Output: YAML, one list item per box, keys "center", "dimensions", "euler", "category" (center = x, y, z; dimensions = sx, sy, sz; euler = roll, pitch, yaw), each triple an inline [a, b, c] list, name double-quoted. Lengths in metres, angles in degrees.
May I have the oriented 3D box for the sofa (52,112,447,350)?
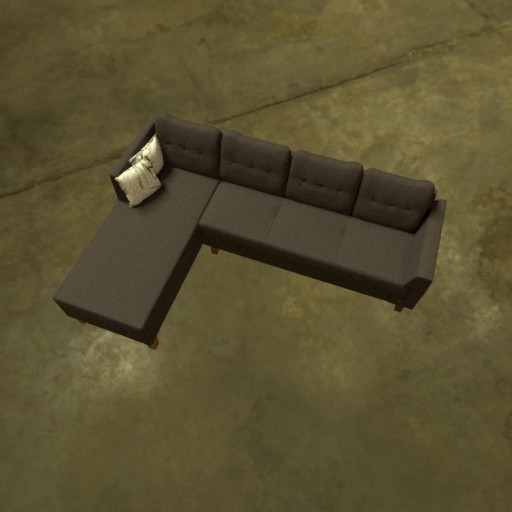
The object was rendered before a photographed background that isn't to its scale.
- center: [0.000, 0.000, 3.600]
  dimensions: [2.679, 0.932, 1.829]
  euler: [17, 60, 10]
  category: "sofa"
